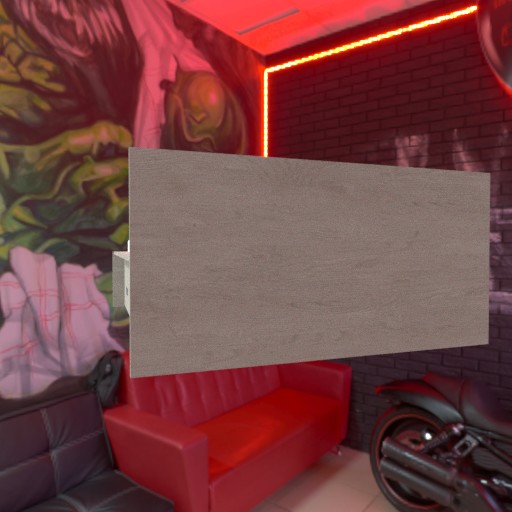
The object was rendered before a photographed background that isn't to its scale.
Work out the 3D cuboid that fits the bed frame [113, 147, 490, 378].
[{"bbox_3d":[0.000,0.000,2.726,1.622,0.800,1.960,0,1,-20],"label":"bed frame"}]
